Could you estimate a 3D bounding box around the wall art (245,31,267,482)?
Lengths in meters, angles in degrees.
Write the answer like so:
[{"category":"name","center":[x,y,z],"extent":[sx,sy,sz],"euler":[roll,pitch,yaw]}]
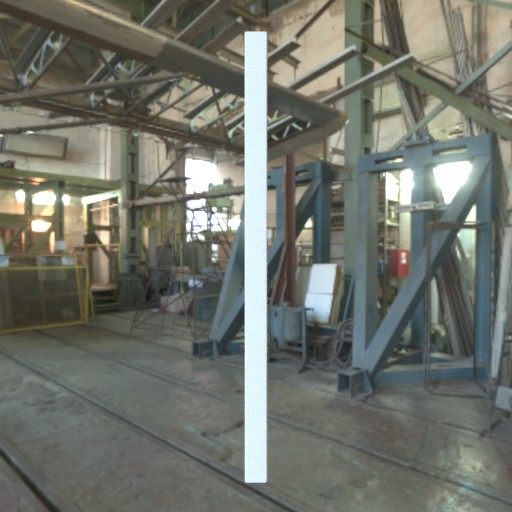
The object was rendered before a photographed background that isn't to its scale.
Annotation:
[{"category":"wall art","center":[0.000,0.000,1.120],"extent":[0.037,0.757,0.757],"euler":[0,1,0]}]
